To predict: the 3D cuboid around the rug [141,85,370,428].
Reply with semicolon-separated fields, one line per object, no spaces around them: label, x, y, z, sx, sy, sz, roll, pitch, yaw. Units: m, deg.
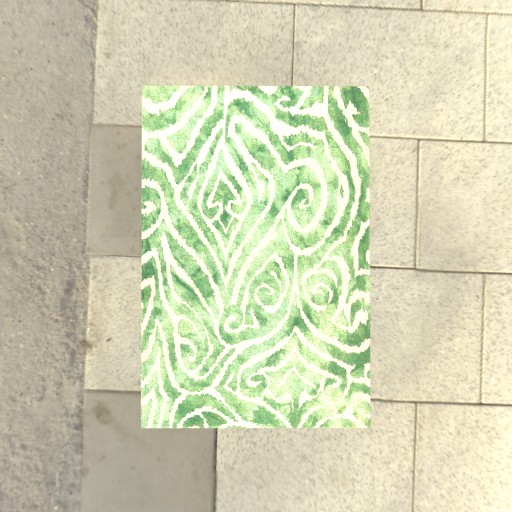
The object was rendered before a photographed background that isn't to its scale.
rug;0.000;0.000;2.370;1.220;0.006;1.826;0;89;-1
